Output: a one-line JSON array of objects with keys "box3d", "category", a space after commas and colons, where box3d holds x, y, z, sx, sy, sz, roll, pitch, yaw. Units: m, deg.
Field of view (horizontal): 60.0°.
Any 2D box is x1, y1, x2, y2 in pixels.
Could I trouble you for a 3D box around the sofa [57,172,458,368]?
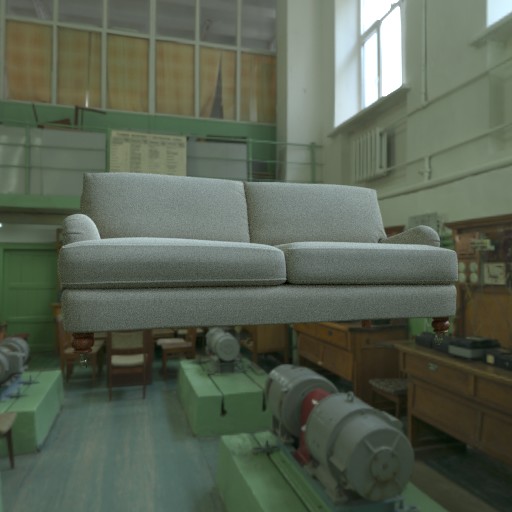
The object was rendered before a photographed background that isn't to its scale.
[{"box3d": [0.000, 0.000, 2.605, 2.070, 0.997, 1.091, 0, -1, -18], "category": "sofa"}]
